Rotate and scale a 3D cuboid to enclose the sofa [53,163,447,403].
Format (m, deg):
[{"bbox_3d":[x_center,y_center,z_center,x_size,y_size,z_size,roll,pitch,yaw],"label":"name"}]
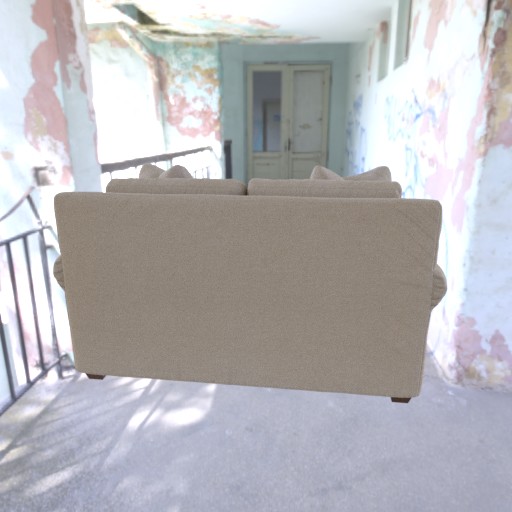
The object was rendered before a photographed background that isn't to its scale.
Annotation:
[{"bbox_3d":[0.000,0.000,2.186,1.550,0.905,1.070,2,17,7],"label":"sofa"}]
